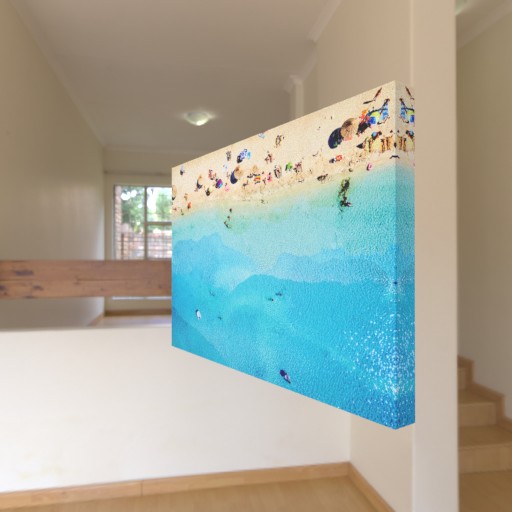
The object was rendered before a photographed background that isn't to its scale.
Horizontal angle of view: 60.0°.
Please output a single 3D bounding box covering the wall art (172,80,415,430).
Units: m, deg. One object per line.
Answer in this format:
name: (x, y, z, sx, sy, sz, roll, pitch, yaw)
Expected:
wall art: (0.000, 0.000, 1.133, 0.057, 0.595, 0.894, 0, 0, -35)
